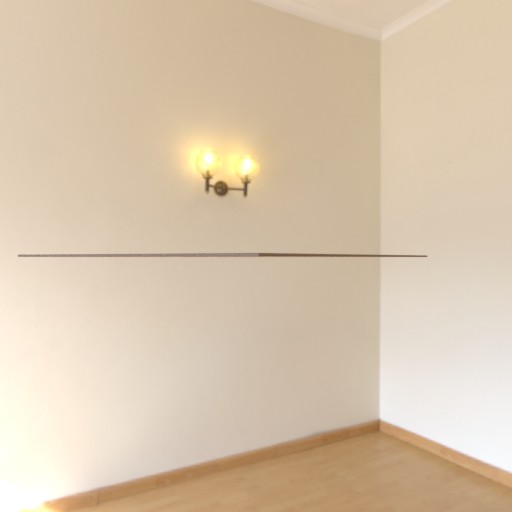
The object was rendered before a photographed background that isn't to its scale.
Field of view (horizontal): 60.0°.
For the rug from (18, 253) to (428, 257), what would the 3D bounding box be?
[{"bbox_3d":[0.000,0.000,2.876,1.600,0.013,2.260,0,0,35],"label":"rug"}]
